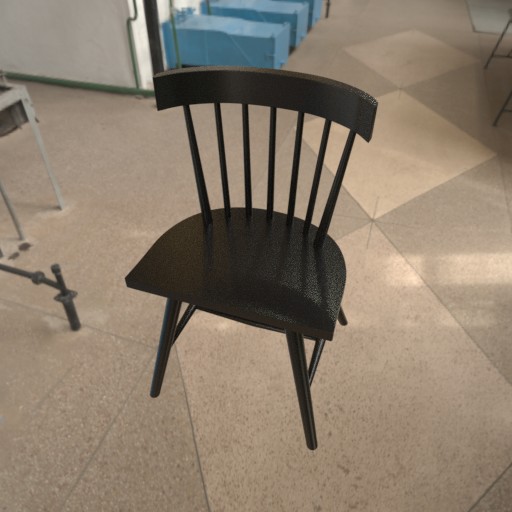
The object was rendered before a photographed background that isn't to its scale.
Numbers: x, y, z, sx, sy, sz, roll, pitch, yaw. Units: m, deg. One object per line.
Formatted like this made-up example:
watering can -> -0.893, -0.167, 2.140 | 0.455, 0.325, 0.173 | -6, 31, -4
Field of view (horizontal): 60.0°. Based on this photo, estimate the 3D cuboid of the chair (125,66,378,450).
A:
chair -> 0.000, 0.000, 1.136 | 0.506, 0.844, 0.483 | 13, 43, 14
